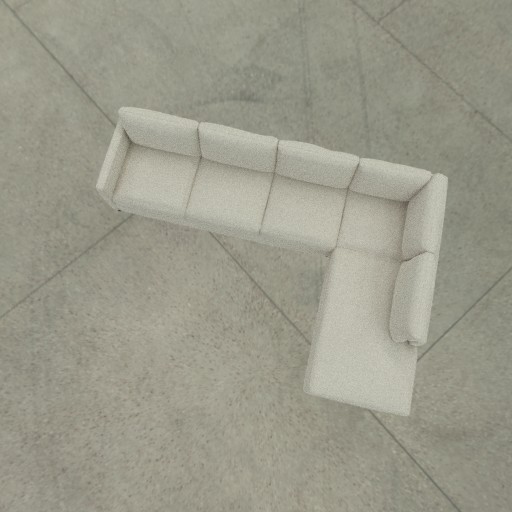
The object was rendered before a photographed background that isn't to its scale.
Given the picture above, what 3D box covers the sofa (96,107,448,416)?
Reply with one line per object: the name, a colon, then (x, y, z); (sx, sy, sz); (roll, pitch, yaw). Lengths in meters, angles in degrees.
sofa: (0.000, 0.000, 3.783); (2.949, 0.815, 2.007); (13, 76, 3)
